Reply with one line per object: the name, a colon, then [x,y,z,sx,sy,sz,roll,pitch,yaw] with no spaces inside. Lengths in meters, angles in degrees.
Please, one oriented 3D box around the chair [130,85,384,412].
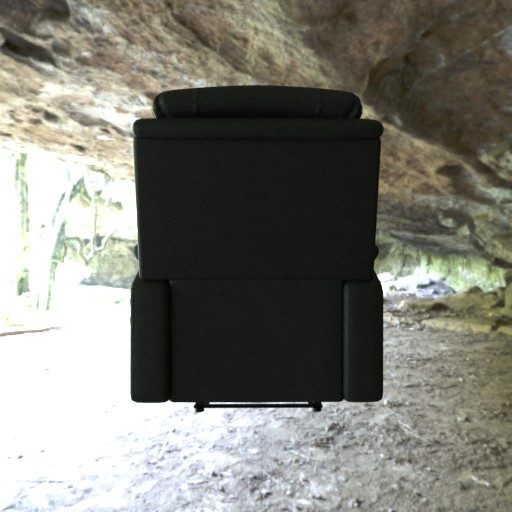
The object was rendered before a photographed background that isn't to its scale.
chair: [0.000,0.000,1.661,0.855,0.992,0.919,0,0,-1]
